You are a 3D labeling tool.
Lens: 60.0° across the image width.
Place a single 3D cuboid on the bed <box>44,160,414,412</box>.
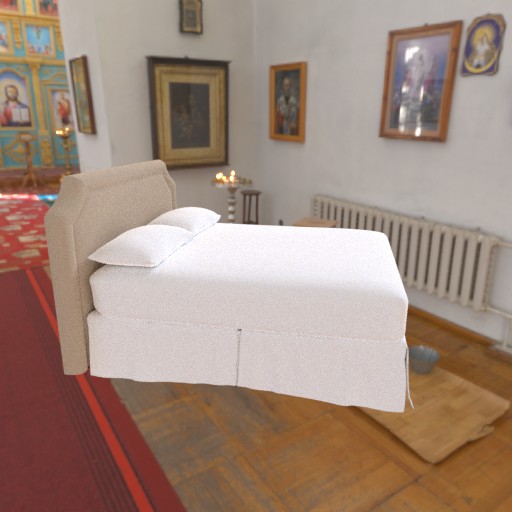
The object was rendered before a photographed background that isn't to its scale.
[{"bbox_3d":[0.000,0.000,3.351,2.204,1.301,1.828,3,17,11],"label":"bed"}]
